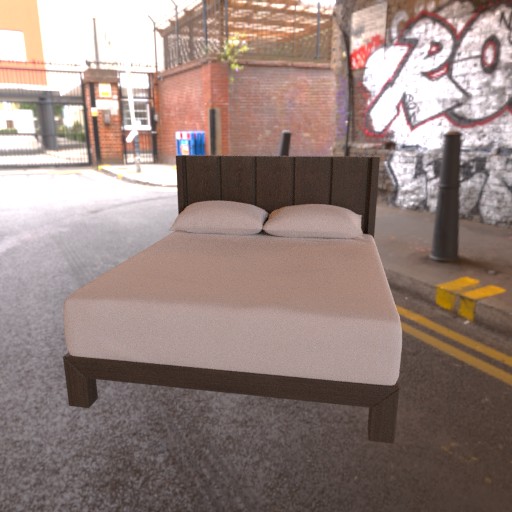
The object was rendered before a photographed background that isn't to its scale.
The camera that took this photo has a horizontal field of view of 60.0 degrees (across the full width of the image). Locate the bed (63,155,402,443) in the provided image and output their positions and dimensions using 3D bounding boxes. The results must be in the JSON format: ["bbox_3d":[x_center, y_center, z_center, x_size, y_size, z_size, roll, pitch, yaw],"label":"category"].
[{"bbox_3d":[0.000,0.000,3.068,1.735,1.261,1.992,3,16,10],"label":"bed"}]
